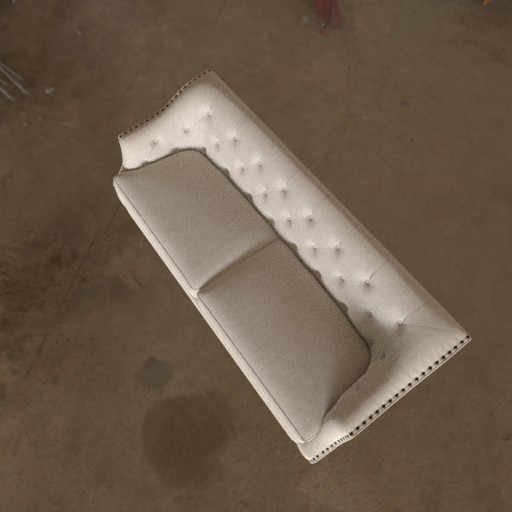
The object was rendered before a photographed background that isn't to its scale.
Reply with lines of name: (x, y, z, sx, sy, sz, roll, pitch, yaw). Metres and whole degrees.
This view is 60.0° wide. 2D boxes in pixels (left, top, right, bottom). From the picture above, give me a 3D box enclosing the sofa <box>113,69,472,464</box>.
sofa: (0.000, 0.000, 2.730, 0.914, 0.901, 2.235, -34, 69, -15)
